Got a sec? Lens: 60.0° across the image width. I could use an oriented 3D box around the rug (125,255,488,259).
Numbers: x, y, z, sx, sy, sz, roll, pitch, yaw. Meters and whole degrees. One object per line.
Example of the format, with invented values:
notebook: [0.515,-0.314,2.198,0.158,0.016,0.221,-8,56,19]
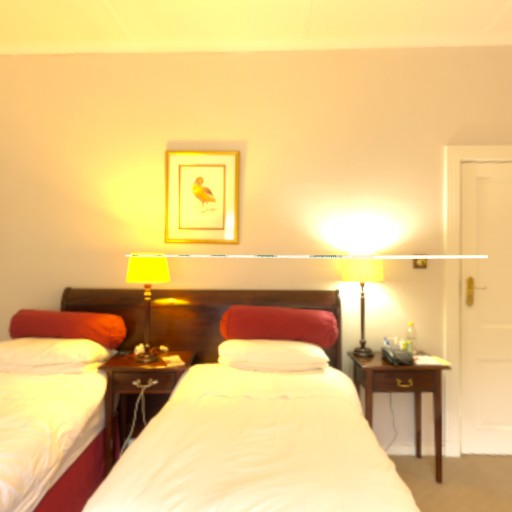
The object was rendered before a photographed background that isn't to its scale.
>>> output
rug: [0.000,0.000,2.711,0.768,0.012,2.438,0,0,-36]
